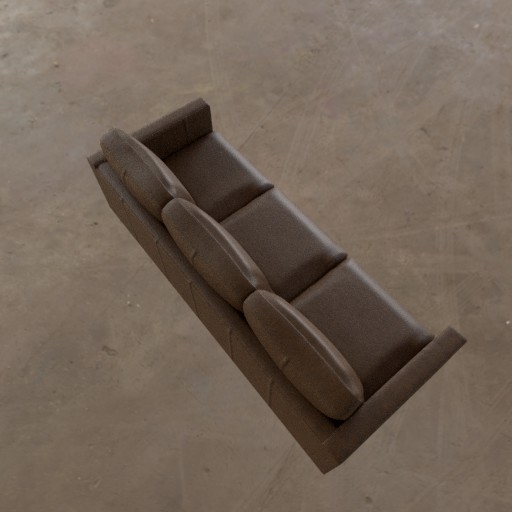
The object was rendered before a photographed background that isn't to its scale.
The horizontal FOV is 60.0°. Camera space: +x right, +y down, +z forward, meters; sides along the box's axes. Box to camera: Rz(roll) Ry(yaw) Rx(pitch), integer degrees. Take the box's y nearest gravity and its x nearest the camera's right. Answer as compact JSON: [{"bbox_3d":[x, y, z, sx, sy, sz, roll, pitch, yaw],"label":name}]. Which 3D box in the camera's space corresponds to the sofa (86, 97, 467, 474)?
[{"bbox_3d":[0.000,0.000,2.631,0.903,0.930,2.231,-35,66,-19],"label":"sofa"}]
